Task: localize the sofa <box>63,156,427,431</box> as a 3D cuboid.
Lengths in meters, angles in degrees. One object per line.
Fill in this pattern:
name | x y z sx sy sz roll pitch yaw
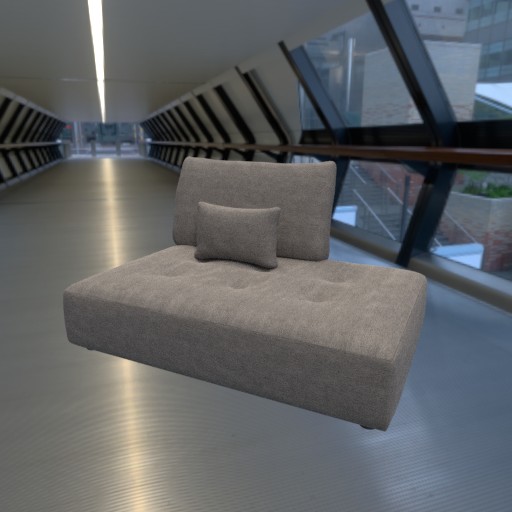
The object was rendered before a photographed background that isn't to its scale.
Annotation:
sofa | 0.000 0.000 2.031 1.450 0.820 1.002 7 17 25
